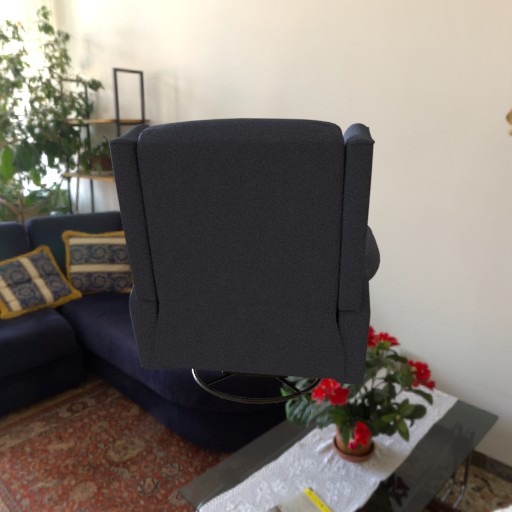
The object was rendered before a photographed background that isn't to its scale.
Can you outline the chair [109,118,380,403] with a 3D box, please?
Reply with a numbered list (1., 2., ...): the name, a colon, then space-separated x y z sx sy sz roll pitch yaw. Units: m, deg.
1. chair: 0.000 0.000 1.754 0.971 1.020 0.877 2 15 8
